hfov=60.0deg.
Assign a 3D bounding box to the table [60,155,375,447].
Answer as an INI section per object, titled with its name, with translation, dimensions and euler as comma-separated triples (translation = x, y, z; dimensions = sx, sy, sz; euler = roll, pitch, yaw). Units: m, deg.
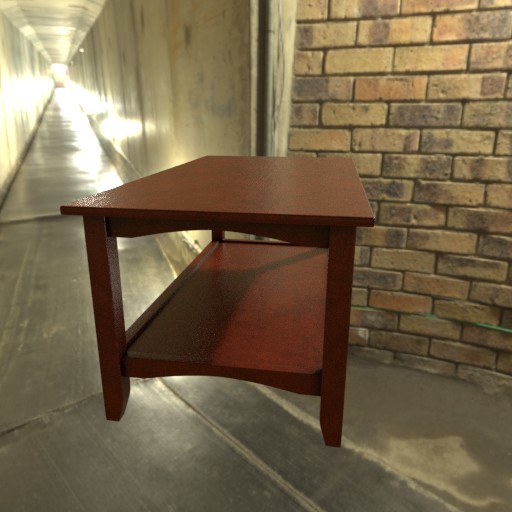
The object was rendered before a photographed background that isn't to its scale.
[table]
translation = 0.000, 0.000, 1.236
dimensions = 0.533, 0.456, 0.943
euler = 3, 18, 9
